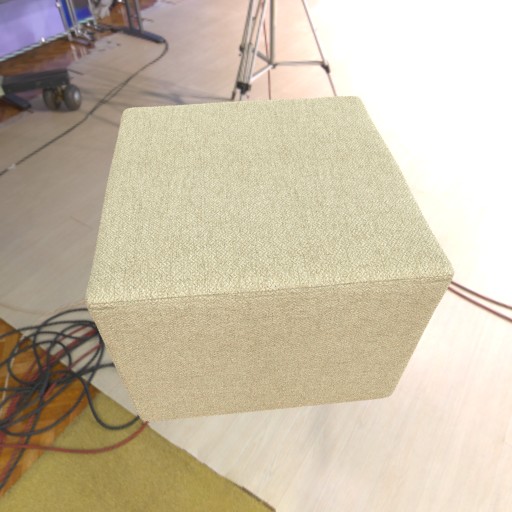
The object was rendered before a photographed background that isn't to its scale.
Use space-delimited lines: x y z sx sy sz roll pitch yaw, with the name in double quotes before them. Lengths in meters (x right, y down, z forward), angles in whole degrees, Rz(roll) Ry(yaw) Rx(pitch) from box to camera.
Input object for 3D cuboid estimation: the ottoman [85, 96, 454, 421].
"ottoman" 0.000 0.000 0.887 0.508 0.432 0.508 -4 47 -4
